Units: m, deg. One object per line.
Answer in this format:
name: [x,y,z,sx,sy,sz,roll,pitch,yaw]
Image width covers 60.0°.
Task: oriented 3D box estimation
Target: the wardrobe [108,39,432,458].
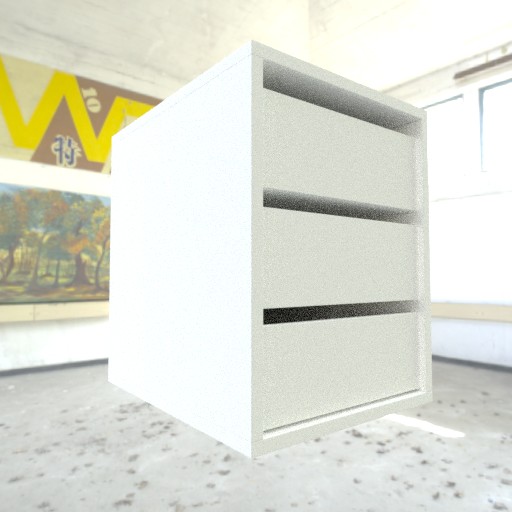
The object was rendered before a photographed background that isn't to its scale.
wardrobe: [0.000,0.000,0.867,0.400,0.520,0.500,2,-3,-38]
